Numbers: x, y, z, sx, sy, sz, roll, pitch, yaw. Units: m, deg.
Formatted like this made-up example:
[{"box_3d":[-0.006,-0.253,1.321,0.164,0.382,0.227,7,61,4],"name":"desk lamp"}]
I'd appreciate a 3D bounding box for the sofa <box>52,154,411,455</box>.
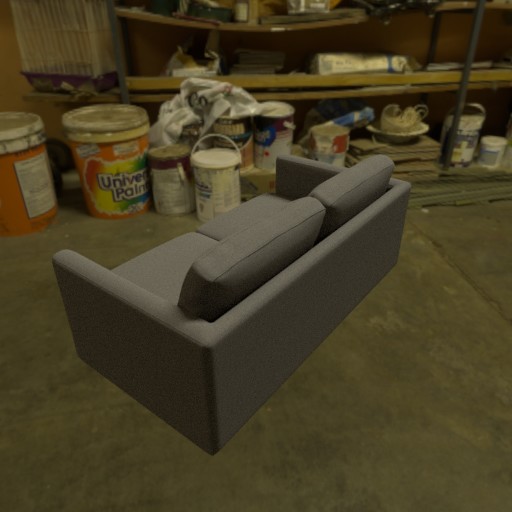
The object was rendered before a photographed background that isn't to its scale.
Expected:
[{"box_3d":[0.000,0.000,2.299,0.940,0.866,1.713,21,37,32],"name":"sofa"}]
